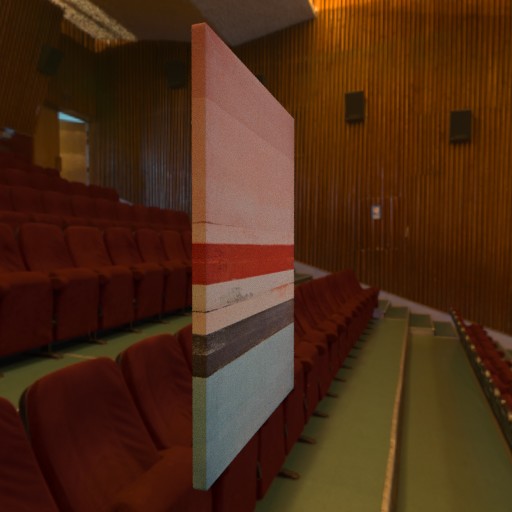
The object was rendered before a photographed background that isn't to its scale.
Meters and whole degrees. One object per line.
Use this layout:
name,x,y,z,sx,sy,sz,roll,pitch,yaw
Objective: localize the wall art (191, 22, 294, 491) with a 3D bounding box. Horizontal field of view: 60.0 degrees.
wall art,0.000,0.000,1.325,0.039,1.016,0.761,0,1,19
